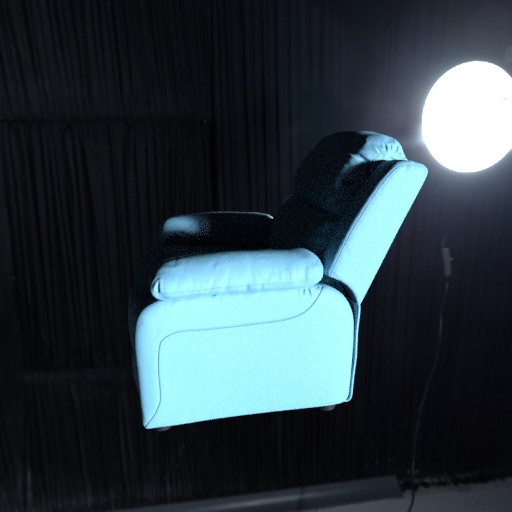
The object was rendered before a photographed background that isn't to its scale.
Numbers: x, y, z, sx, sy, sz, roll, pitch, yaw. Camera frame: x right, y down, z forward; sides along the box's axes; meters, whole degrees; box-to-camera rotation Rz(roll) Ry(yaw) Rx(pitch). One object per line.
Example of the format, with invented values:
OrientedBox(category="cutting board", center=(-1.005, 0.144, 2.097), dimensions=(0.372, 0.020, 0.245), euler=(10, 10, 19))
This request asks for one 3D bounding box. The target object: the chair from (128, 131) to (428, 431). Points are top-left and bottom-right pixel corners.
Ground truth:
OrientedBox(category="chair", center=(0.000, 0.000, 1.291), dimensions=(0.709, 0.702, 0.680), euler=(-3, 16, -9))
